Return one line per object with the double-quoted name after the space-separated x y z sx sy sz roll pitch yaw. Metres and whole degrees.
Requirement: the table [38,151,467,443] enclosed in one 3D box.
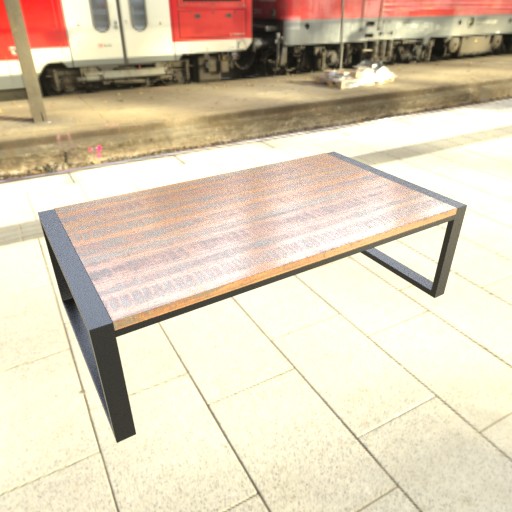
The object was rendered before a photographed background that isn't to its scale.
0.000 0.000 1.692 1.350 0.400 0.750 -17 35 -27 "table"
